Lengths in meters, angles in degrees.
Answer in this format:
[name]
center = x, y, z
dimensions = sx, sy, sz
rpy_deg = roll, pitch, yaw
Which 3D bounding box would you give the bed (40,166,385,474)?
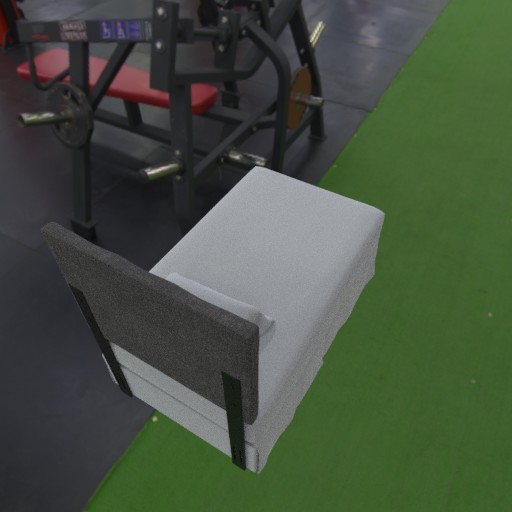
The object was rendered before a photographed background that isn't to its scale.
[bed]
center = 0.000, 0.000, 2.960
dimensions = 1.261, 1.571, 1.997
rpy_deg = 24, 52, 20
